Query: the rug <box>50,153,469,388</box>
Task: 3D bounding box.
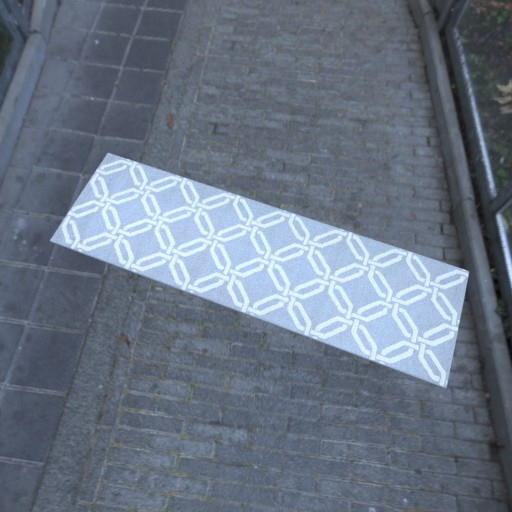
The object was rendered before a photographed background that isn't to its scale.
[{"bbox_3d":[0.000,0.000,2.499,2.276,0.014,0.678,19,66,9],"label":"rug"}]
